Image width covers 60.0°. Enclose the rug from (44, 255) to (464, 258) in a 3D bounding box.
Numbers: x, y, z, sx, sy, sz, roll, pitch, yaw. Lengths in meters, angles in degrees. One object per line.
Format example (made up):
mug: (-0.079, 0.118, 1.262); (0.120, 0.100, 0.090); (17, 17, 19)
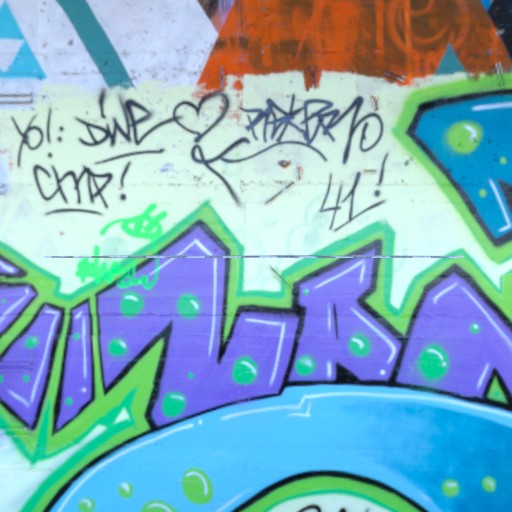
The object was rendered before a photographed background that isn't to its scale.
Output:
rug: (0.000, 0.000, 4.062); (2.432, 0.013, 3.021); (0, 0, 1)
